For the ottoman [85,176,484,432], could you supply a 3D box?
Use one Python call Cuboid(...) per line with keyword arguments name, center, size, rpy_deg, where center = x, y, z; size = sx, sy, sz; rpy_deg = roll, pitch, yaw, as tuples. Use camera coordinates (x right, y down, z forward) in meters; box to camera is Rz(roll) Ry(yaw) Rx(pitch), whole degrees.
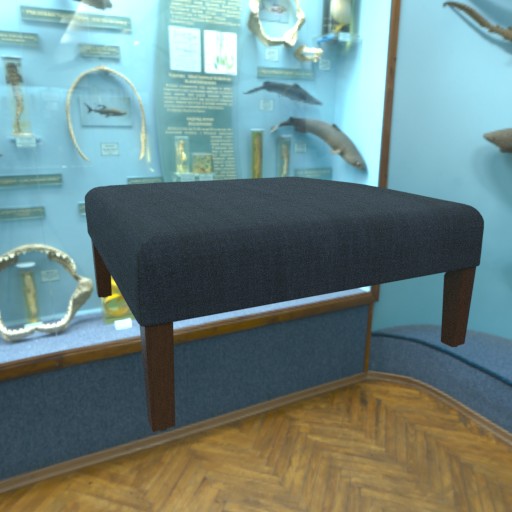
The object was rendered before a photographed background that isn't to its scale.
Cuboid(name="ottoman", center=(0.000, 0.000, 1.367), size=(0.889, 0.411, 0.890), rpy_deg=(-7, 17, -25))
